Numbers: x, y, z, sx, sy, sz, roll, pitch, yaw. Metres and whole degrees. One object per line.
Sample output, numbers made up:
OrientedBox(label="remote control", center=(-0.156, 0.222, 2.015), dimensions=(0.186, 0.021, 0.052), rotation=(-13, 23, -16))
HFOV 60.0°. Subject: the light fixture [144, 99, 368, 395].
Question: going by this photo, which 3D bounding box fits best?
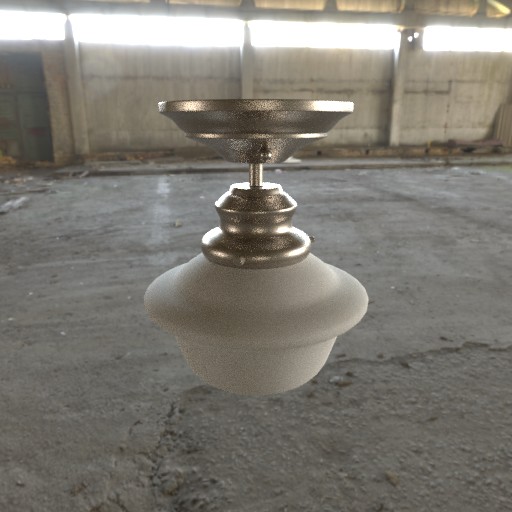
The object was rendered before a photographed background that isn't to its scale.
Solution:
OrientedBox(label="light fixture", center=(0.000, 0.000, 0.390), dimensions=(0.199, 0.254, 0.199), rotation=(0, 17, 0))
